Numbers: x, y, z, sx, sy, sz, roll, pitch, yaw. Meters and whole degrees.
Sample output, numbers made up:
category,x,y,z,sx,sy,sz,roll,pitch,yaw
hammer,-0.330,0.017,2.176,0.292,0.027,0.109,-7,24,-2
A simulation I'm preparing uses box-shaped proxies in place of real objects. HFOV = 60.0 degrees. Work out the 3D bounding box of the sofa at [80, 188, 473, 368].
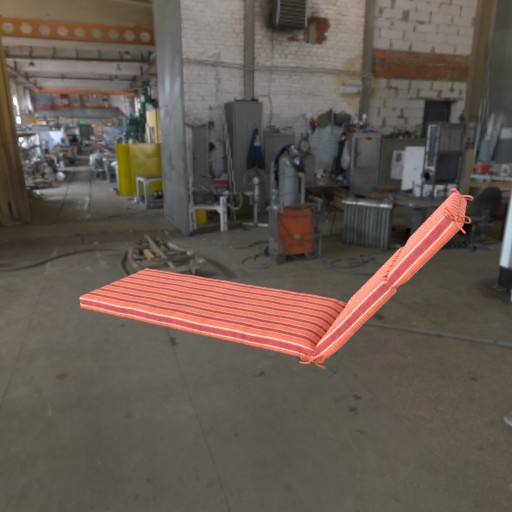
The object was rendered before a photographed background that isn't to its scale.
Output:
category,x,y,z,sx,sy,sz,roll,pitch,yaw
sofa,0.000,0.000,1.952,1.663,0.622,0.582,7,18,24
